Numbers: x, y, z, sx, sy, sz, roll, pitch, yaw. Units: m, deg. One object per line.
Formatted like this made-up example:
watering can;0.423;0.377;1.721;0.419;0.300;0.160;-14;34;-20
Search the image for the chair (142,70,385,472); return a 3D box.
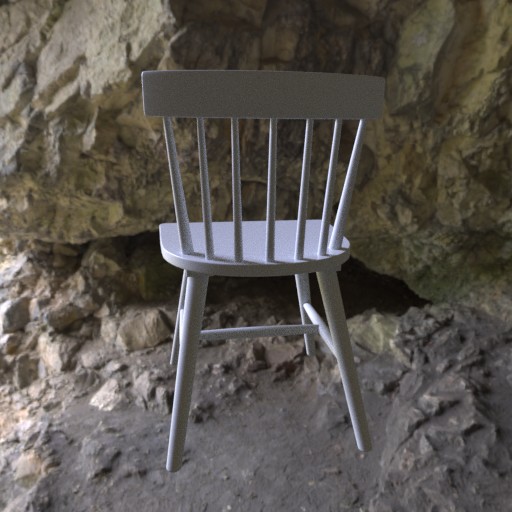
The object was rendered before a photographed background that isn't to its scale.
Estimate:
chair;0.000;0.000;1.088;0.483;0.787;0.500;-2;13;-8
